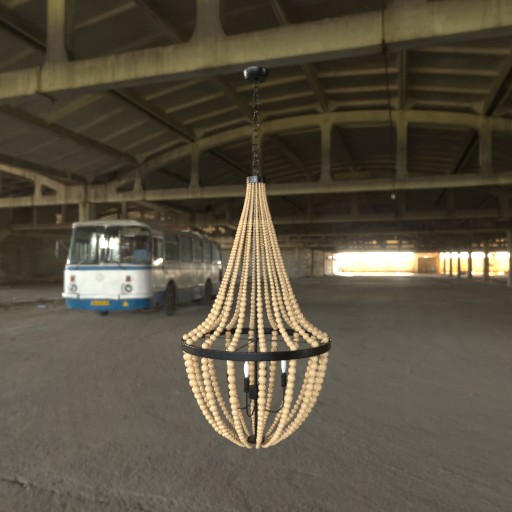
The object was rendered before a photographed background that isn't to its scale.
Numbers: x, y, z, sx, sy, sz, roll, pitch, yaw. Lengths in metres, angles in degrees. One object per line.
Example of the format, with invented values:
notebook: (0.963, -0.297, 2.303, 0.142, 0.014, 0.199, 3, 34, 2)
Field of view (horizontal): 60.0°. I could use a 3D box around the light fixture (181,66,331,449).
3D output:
light fixture: (0.000, 0.000, 1.354, 0.450, 1.133, 0.450, 0, -1, 0)
